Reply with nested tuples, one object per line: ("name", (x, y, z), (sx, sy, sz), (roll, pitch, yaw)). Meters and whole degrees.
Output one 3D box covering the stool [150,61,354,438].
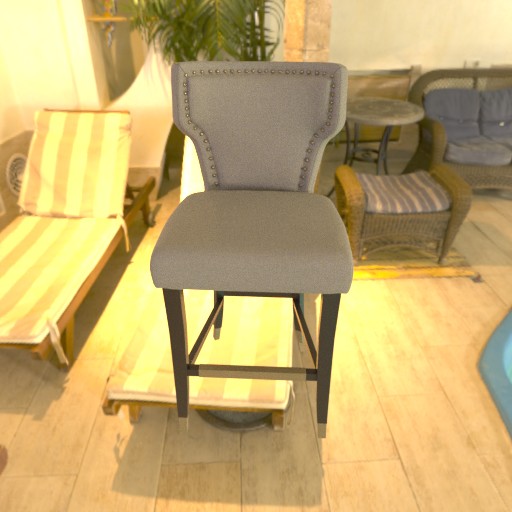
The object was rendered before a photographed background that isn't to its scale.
("stool", (0.000, 0.000, 1.405), (0.526, 1.092, 0.563), (2, 31, 3))
